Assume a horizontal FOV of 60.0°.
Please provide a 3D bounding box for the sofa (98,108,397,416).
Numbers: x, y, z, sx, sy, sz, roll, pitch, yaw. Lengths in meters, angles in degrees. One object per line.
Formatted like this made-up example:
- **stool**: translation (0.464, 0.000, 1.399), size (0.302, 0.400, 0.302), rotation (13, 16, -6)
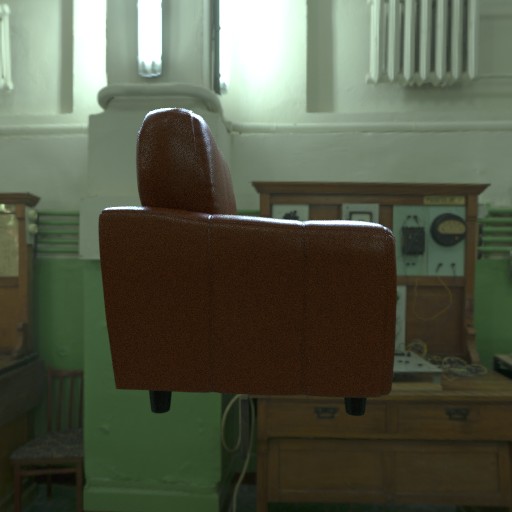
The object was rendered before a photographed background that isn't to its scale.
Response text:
- **sofa**: translation (0.000, 0.000, 1.526), size (0.789, 0.876, 0.836), rotation (0, 0, 2)
